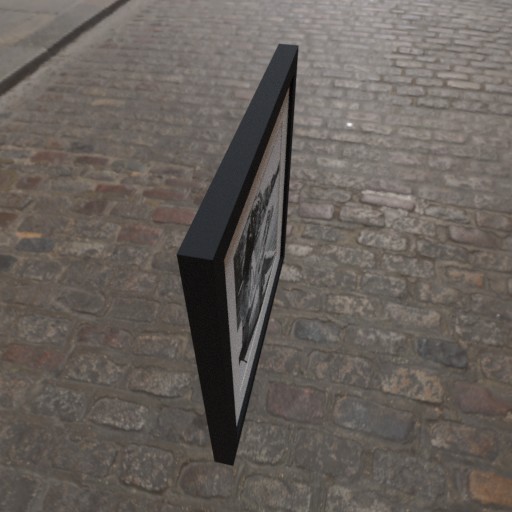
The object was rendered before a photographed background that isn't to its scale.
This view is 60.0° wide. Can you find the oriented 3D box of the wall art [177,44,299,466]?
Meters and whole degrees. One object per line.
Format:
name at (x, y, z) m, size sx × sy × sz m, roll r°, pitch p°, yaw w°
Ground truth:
wall art at (0.000, 0.000, 0.679) m, size 0.030 × 0.458 × 0.462 m, roll 9°, pitch 46°, yaw 9°
